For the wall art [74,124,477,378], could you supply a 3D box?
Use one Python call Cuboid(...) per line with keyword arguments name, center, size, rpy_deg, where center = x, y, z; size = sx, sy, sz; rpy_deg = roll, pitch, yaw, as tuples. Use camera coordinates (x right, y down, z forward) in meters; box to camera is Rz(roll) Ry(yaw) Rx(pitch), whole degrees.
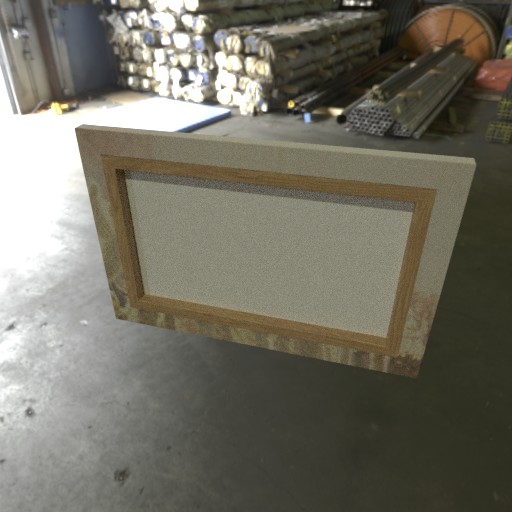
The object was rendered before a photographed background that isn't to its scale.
Cuboid(name="wall art", center=(0.000, 0.000, 1.157), size=(0.916, 0.608, 0.040), rpy_deg=(9, 33, 13))
